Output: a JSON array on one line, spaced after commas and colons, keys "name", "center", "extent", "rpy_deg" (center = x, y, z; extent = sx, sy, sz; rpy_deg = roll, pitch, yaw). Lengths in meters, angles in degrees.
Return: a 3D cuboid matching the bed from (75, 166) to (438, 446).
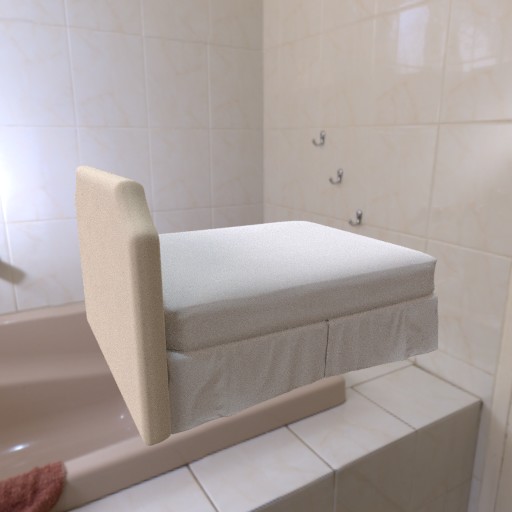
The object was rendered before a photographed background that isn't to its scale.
[{"name": "bed", "center": [0.000, 0.000, 3.260], "extent": [2.209, 1.296, 1.827], "rpy_deg": [-8, 17, -28]}]
